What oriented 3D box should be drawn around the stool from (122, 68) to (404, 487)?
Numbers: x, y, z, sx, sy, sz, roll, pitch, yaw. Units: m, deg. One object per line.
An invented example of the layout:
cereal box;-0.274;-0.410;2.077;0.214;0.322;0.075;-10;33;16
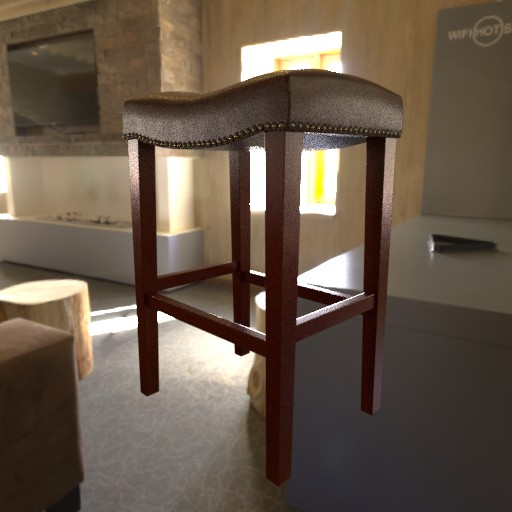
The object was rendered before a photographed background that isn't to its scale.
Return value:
stool;0.000;0.000;1.023;0.372;0.742;0.504;-12;17;-44
